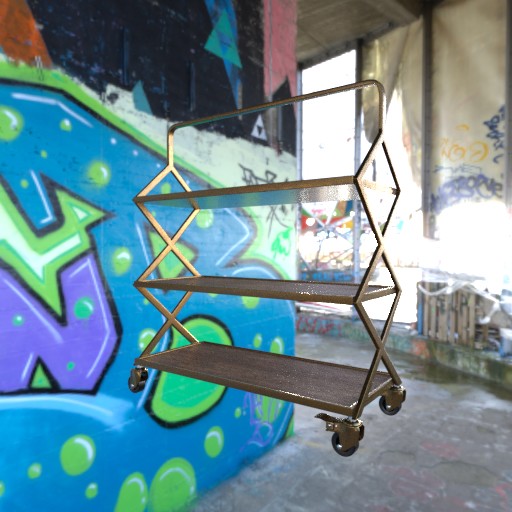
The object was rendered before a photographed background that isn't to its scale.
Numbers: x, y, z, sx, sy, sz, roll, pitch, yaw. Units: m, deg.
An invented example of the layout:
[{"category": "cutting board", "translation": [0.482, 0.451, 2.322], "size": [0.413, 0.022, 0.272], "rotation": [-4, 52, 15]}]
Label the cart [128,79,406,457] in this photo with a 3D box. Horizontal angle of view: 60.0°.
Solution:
[{"category": "cart", "translation": [0.000, 0.000, 1.204], "size": [0.723, 0.805, 0.313], "rotation": [1, 2, 36]}]
